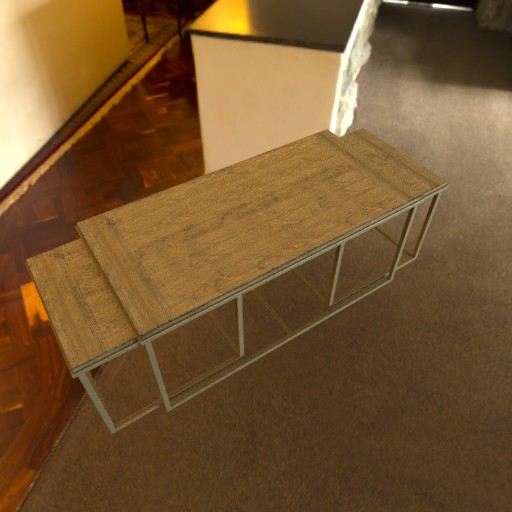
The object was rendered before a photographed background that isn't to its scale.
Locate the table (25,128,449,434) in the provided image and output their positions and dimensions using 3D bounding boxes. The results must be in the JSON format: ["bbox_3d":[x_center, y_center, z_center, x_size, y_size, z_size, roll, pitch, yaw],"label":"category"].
[{"bbox_3d":[0.000,0.000,1.522,1.312,0.427,0.489,-26,51,-22],"label":"table"}]
